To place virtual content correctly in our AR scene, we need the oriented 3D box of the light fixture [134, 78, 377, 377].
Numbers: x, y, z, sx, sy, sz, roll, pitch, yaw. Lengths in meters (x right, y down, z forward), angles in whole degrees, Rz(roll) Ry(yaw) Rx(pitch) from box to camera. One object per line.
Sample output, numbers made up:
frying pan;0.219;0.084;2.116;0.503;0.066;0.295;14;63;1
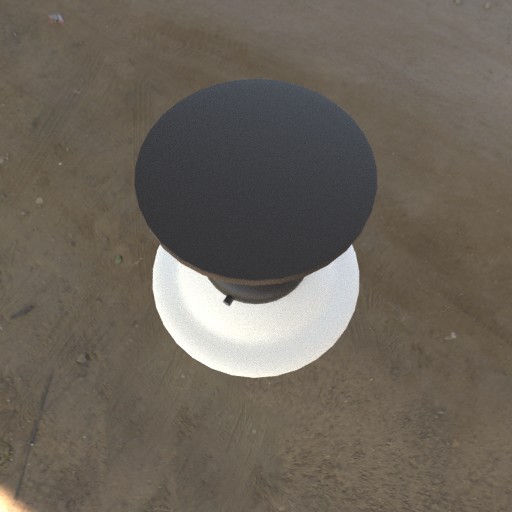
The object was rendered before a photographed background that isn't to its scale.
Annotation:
light fixture;0.000;0.000;0.390;0.197;0.254;0.197;0;64;0
